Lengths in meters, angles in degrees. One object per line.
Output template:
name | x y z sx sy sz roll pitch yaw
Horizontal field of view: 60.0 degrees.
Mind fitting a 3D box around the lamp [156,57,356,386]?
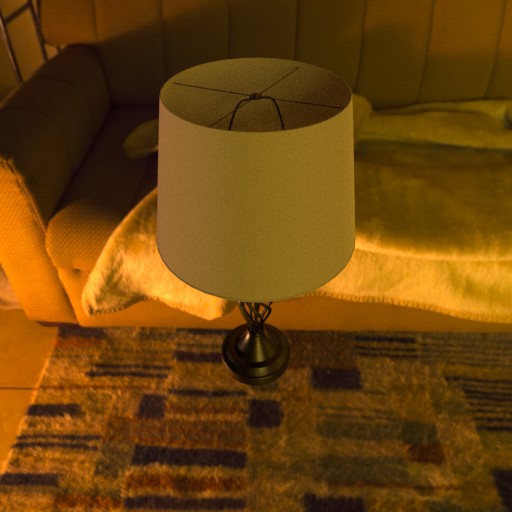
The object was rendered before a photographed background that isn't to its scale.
lamp | 0.000 0.000 0.786 0.331 0.594 0.331 0 42 0
